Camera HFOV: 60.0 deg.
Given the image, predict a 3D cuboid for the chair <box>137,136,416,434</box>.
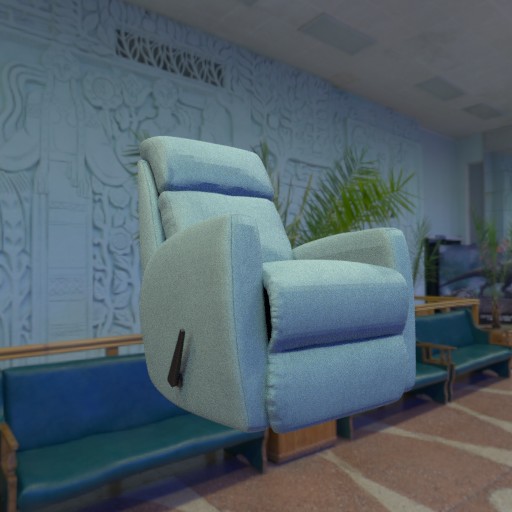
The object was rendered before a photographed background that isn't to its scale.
[{"bbox_3d":[0.000,0.000,1.669,0.812,1.013,0.940,1,-2,-36],"label":"chair"}]
